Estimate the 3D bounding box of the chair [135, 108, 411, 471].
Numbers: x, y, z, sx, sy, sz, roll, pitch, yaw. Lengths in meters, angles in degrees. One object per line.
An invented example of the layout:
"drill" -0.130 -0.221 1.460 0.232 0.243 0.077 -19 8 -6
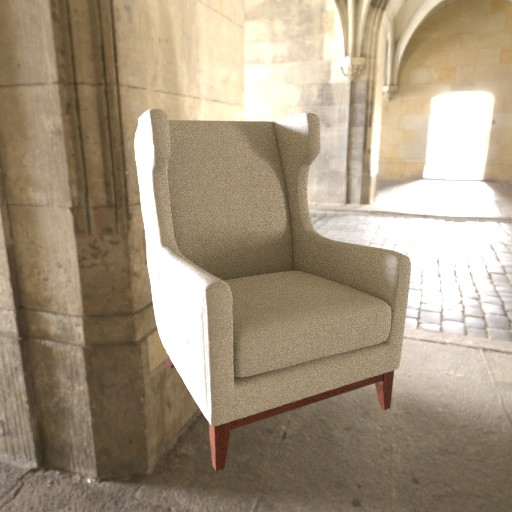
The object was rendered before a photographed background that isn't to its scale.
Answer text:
"chair" 0.000 0.000 1.708 0.778 1.079 0.899 -8 17 -27
